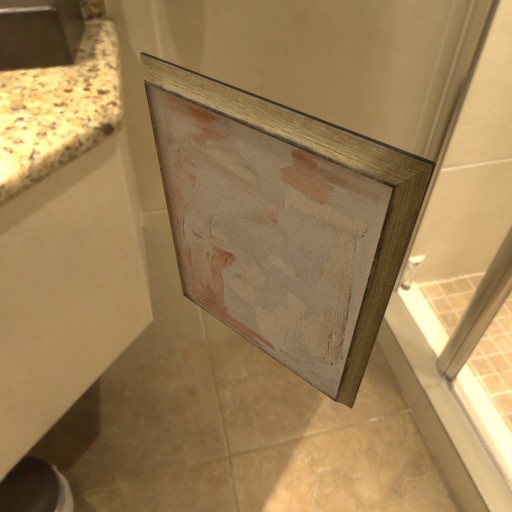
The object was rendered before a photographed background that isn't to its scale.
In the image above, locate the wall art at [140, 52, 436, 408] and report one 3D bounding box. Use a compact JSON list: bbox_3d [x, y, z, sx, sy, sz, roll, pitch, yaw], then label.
[{"bbox_3d":[0.000,0.000,0.620,0.381,0.457,0.023,30,53,26],"label":"wall art"}]
